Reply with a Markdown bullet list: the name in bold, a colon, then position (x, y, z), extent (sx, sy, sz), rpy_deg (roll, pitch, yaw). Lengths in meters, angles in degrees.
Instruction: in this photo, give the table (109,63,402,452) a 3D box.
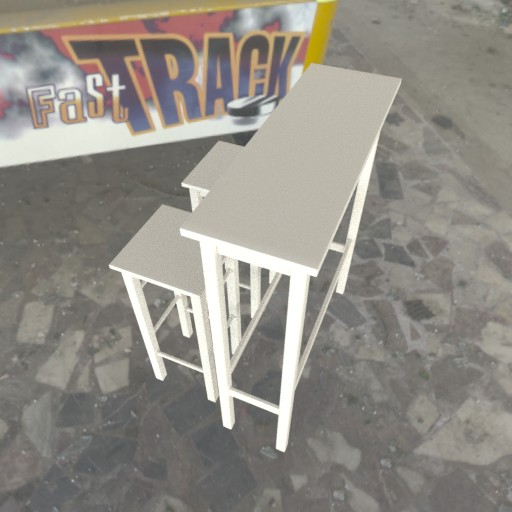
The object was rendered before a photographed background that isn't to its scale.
- **table**: position (0.000, 0.000, 1.631), extent (0.650, 1.065, 0.915), rpy_deg (17, 49, 16)
